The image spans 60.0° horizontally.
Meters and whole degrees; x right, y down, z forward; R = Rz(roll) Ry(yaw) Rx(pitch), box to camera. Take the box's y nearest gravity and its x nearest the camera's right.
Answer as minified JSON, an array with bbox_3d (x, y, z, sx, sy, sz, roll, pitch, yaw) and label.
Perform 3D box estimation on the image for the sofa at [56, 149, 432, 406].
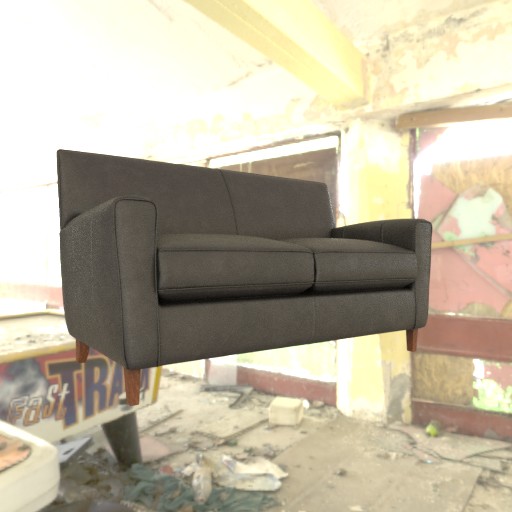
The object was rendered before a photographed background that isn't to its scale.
[{"bbox_3d":[0.000,0.000,1.924,1.473,0.871,0.787,0,0,-35],"label":"sofa"}]
